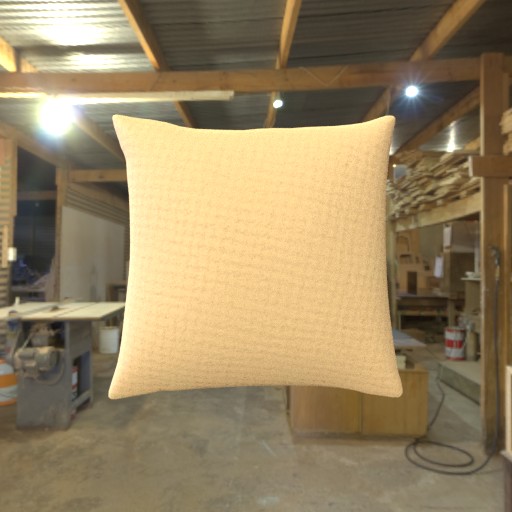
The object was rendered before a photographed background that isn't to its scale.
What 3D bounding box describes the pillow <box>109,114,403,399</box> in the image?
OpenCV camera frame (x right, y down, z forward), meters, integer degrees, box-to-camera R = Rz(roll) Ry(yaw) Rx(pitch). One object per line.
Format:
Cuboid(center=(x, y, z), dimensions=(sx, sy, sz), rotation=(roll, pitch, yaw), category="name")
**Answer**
Cuboid(center=(0.000, 0.000, 0.639), dimensions=(0.419, 0.407, 0.173), rotation=(0, -1, 0), category="pillow")
